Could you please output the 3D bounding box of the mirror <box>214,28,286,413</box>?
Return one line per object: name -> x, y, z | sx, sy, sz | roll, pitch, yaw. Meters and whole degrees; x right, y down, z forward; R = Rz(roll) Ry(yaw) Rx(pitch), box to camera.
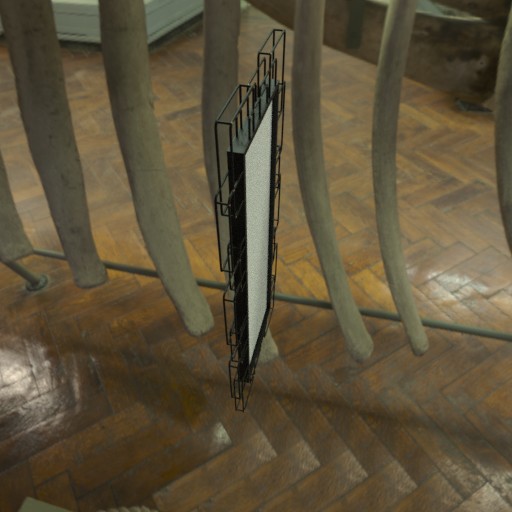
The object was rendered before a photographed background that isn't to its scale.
mirror -> 0.000, 0.000, 1.399 | 0.037, 1.192, 0.565 | 10, 47, 10
